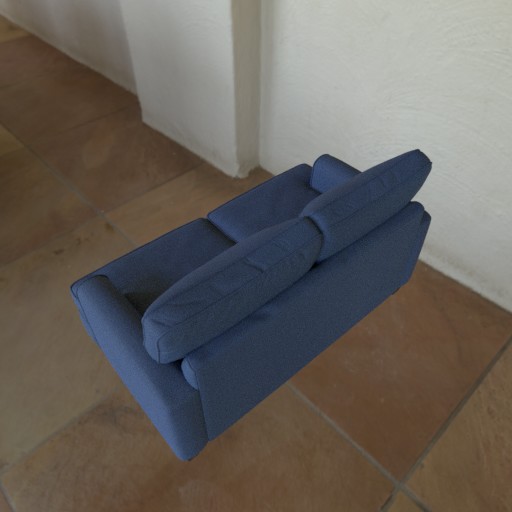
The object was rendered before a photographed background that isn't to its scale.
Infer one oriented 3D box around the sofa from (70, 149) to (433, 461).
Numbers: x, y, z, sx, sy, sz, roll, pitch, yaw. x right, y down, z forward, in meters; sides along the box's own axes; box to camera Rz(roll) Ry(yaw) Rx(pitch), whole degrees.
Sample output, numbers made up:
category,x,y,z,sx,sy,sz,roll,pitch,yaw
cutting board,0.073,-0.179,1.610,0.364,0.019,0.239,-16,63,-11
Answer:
category,x,y,z,sx,sy,sz,roll,pitch,yaw
sofa,0.000,0.000,2.244,1.651,0.965,0.965,-32,53,-27
